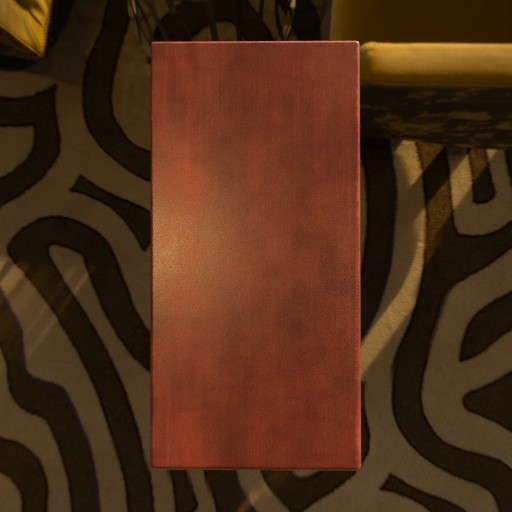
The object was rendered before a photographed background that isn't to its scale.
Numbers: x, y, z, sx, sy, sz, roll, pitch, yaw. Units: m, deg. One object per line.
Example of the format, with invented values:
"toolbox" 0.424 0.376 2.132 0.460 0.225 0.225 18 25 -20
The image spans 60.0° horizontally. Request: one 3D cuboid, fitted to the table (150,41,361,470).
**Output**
"table" 0.000 0.000 1.445 0.580 0.485 1.171 0 90 1
